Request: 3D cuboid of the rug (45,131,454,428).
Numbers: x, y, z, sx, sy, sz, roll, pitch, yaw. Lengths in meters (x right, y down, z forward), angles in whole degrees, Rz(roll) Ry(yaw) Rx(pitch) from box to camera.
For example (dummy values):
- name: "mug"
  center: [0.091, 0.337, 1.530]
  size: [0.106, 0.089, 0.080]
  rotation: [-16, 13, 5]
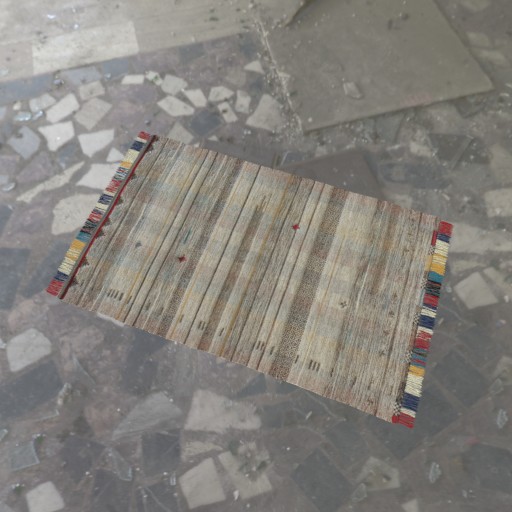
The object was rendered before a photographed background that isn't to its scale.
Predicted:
- name: "rug"
  center: [0.000, 0.000, 3.009]
  size: [2.465, 0.012, 1.465]
  rotation: [18, 66, 8]
